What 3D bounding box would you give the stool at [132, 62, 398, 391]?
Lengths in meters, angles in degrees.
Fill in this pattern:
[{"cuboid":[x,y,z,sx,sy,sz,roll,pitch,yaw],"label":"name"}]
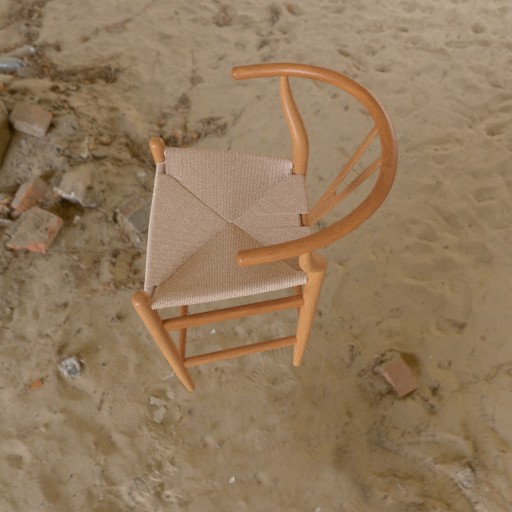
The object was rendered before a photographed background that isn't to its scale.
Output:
[{"cuboid":[0.000,0.000,1.321,0.579,0.970,0.569,-2,58,-1],"label":"stool"}]
